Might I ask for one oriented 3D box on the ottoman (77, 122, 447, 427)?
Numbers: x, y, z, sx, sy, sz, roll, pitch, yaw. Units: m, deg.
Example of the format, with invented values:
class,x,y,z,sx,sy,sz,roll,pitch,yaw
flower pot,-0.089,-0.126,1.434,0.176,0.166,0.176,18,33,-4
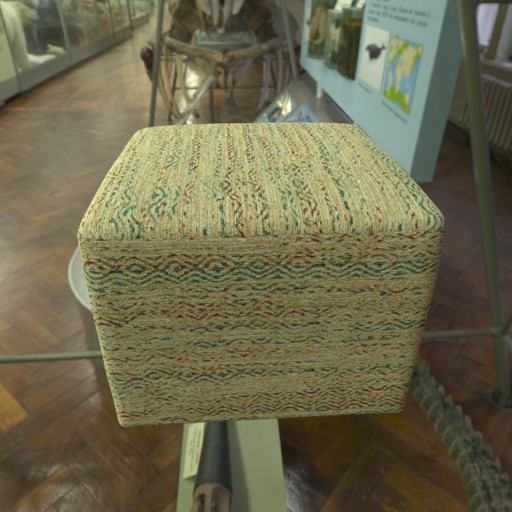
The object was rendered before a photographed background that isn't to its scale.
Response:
class,x,y,z,sx,sy,sz,roll,pitch,yaw
ottoman,0.000,0.000,0.902,0.521,0.453,0.512,-2,31,-3
